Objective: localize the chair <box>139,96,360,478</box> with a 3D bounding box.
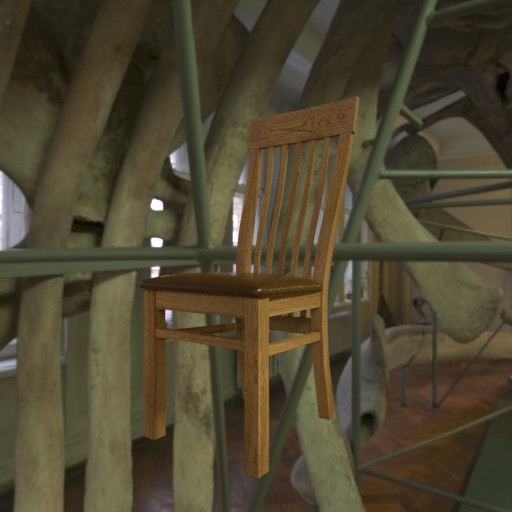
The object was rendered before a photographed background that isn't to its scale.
[{"bbox_3d":[0.000,0.000,1.386,0.450,1.050,0.580,0,0,36],"label":"chair"}]
